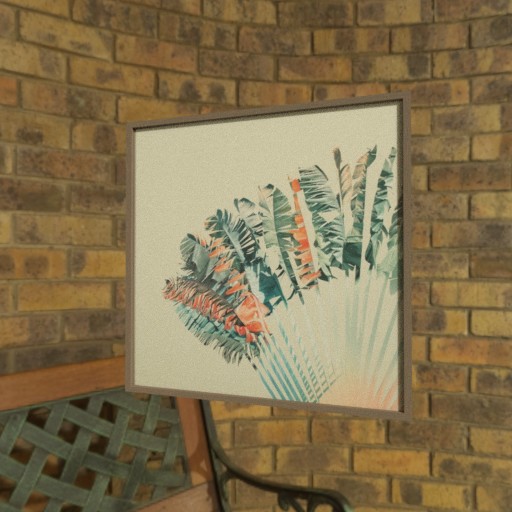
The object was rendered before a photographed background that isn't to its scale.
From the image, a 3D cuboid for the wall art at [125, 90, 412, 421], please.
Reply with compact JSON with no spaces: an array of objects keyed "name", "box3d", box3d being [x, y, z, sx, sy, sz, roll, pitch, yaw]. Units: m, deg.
[{"name":"wall art","box3d":[0.000,0.000,1.152,0.761,0.758,0.038,0,-1,18]}]
